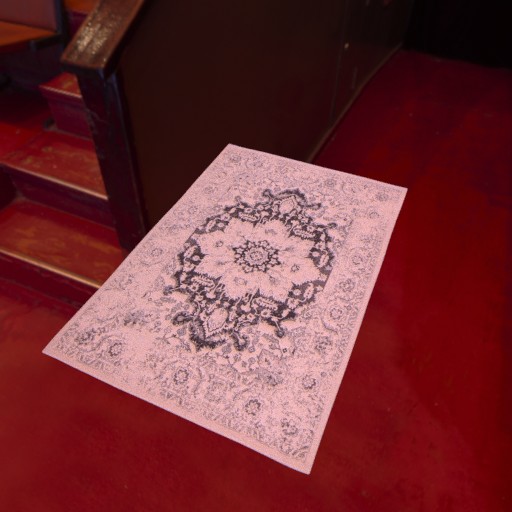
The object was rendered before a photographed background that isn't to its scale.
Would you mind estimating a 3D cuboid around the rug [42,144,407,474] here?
[{"bbox_3d":[0.000,0.000,2.311,1.223,0.008,1.813,18,49,17],"label":"rug"}]
